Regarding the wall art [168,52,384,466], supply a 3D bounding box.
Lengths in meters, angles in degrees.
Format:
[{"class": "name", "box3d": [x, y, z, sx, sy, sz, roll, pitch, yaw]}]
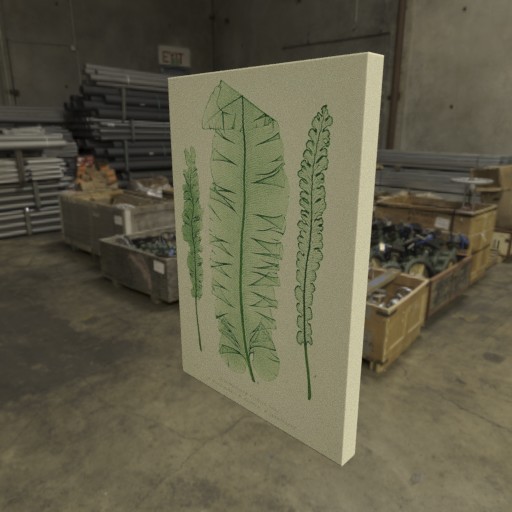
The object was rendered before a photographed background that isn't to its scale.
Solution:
[{"class": "wall art", "box3d": [0.000, 0.000, 0.776, 0.418, 0.608, 0.038, 15, 22, 42]}]
